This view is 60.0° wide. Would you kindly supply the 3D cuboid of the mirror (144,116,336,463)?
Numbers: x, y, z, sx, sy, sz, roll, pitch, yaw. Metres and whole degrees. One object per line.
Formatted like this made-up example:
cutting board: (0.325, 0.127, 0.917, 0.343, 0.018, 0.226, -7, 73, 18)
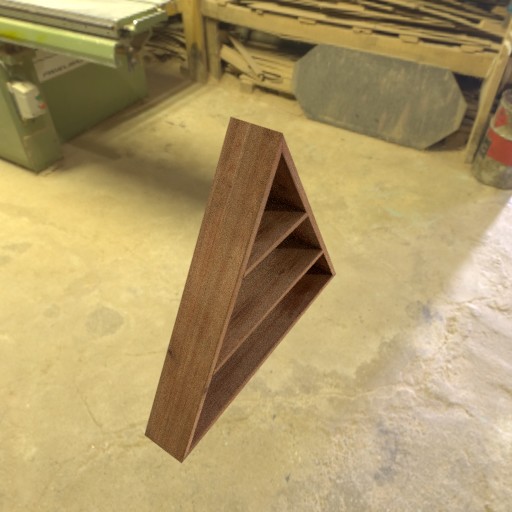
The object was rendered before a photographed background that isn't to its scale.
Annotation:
mirror: (0.000, 0.000, 0.871, 0.100, 0.548, 0.631, 25, 48, 25)
